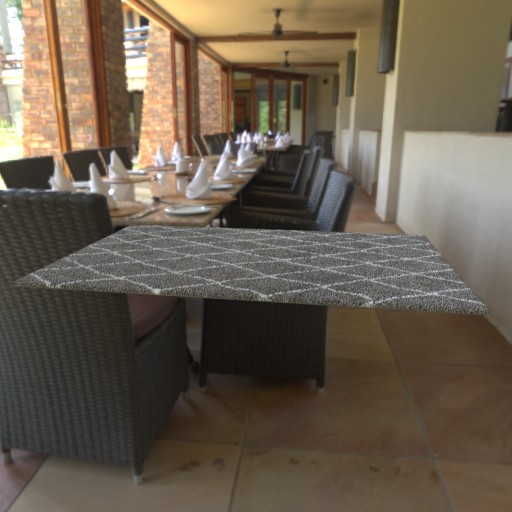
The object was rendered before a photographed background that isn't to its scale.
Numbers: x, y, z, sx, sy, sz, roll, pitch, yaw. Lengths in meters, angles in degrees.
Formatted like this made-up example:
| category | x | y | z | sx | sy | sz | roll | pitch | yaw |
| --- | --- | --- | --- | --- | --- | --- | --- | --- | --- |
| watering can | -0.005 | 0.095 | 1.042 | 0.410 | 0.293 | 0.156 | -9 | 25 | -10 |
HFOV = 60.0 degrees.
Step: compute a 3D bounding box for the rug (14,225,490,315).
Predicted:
| category | x | y | z | sx | sy | sz | roll | pitch | yaw |
| --- | --- | --- | --- | --- | --- | --- | --- | --- | --- |
| rug | 0.000 | 0.000 | 2.946 | 2.438 | 0.030 | 1.524 | 3 | 16 | 9 |
